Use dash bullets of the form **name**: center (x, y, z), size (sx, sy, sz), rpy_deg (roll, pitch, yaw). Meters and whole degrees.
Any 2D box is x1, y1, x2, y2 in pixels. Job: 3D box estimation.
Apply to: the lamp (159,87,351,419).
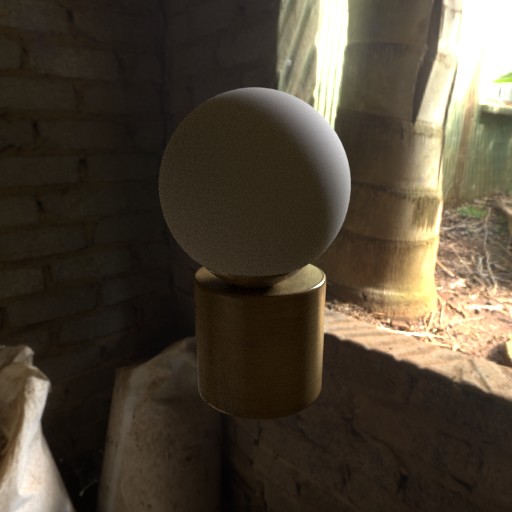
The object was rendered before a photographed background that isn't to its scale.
- **lamp**: center (0.000, 0.000, 0.353), size (0.141, 0.250, 0.152), rpy_deg (3, 15, 10)
